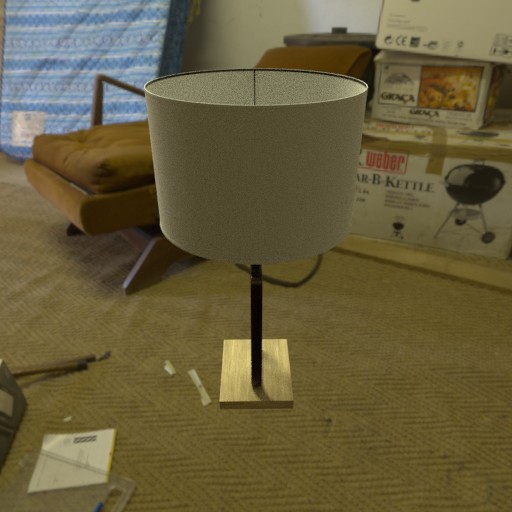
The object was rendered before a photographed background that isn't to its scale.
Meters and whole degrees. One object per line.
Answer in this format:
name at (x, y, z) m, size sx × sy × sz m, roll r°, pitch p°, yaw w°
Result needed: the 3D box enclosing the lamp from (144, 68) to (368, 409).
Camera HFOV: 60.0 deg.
lamp at (0.000, 0.000, 0.691) m, size 0.279 × 0.508 × 0.279 m, roll 0°, pitch 30°, yaw -1°
